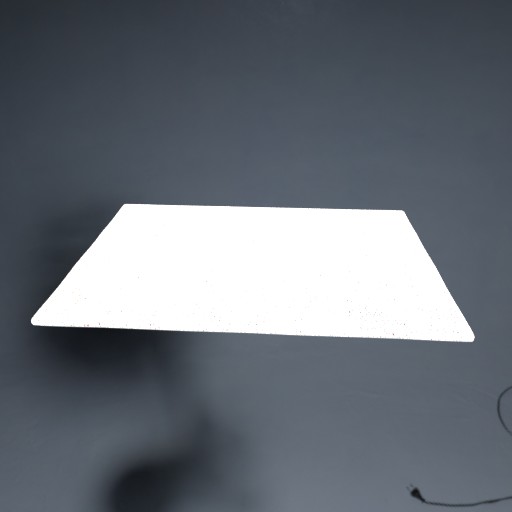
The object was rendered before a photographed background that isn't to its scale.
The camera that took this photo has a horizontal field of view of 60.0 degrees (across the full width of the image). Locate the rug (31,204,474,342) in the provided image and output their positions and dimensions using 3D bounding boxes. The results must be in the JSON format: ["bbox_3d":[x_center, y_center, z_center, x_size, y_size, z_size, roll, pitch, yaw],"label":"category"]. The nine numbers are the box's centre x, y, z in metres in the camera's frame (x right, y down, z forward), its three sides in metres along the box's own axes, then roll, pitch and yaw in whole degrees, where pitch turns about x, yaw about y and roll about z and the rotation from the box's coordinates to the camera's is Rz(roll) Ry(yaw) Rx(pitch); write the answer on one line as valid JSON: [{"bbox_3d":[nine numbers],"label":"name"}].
[{"bbox_3d":[0.000,0.000,2.293,1.778,0.030,1.219,2,30,3],"label":"rug"}]
